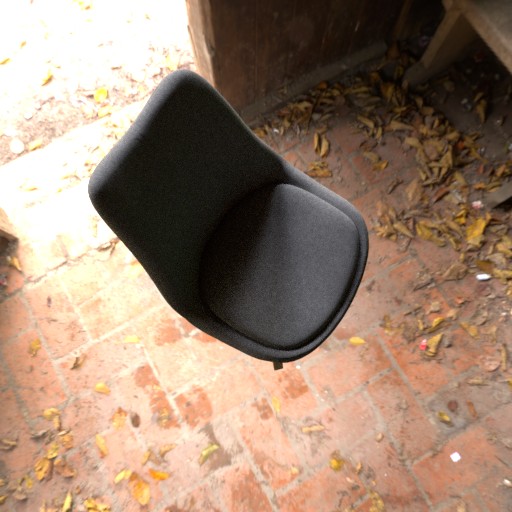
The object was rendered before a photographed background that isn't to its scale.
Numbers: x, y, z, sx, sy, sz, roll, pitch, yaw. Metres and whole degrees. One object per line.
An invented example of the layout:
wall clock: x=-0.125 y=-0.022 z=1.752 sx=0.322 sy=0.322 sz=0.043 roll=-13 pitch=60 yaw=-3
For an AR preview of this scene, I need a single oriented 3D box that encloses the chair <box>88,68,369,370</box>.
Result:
chair: x=0.000 y=0.000 z=1.182 sx=0.550 sy=0.865 sz=0.483 roll=31 pitch=78 yaw=7
